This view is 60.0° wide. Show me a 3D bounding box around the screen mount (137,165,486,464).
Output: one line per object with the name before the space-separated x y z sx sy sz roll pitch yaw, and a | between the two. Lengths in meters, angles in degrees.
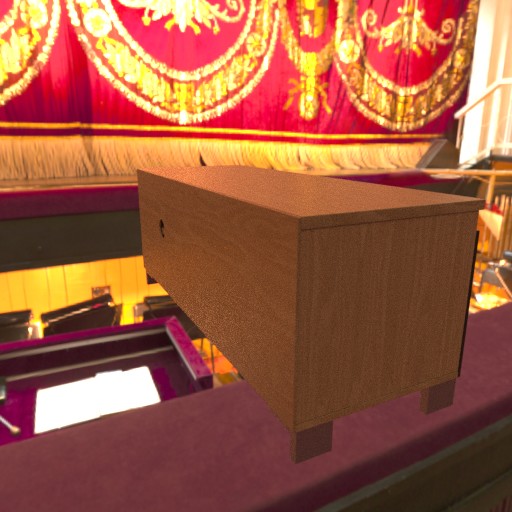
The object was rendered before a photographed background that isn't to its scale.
screen mount | 0.000 0.000 1.254 0.406 0.432 1.084 -8 17 -26
